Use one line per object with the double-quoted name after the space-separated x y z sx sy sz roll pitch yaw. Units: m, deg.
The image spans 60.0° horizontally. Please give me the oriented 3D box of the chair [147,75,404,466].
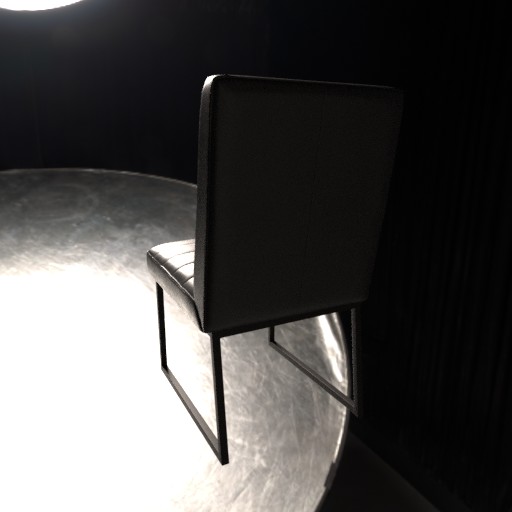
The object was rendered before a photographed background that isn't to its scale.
0.000 0.000 1.332 0.520 0.930 0.634 -7 16 -27 "chair"
